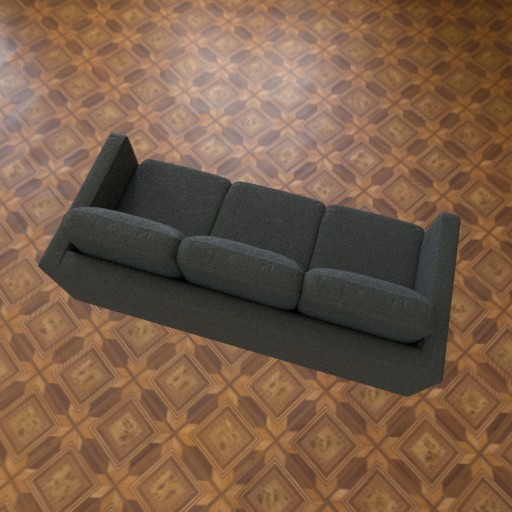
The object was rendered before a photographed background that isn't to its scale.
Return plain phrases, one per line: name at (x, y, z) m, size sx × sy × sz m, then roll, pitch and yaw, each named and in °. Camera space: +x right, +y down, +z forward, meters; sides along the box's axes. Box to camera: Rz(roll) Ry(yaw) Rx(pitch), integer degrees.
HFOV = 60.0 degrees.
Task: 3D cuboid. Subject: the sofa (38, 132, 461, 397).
sofa at (0.000, 0.000, 2.497) m, size 2.013 × 0.945 × 0.935 m, roll 15°, pitch 66°, yaw 7°
